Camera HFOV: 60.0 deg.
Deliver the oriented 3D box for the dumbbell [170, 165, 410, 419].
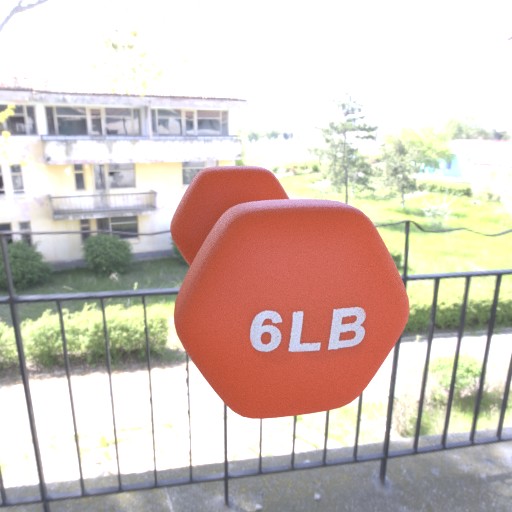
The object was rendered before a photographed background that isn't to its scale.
[{"bbox_3d":[0.000,0.000,0.206,0.079,0.071,0.162,-3,17,-10],"label":"dumbbell"}]
